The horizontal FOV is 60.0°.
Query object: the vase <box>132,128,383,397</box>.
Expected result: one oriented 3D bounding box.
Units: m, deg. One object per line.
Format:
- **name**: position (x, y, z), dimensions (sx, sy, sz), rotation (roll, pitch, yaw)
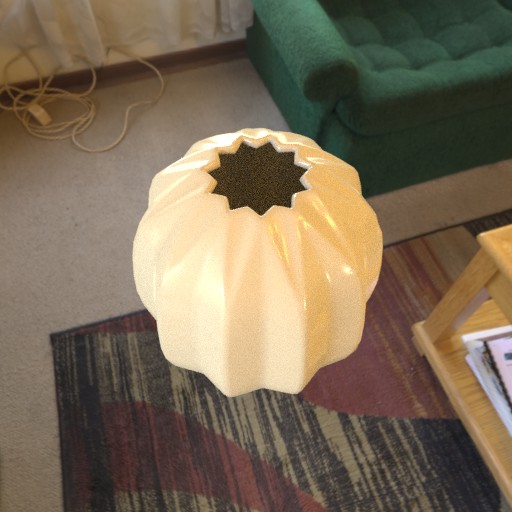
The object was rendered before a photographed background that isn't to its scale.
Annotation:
- **vase**: position (0.000, 0.000, 0.250), dimensions (0.139, 0.134, 0.139), rotation (0, 57, 0)
